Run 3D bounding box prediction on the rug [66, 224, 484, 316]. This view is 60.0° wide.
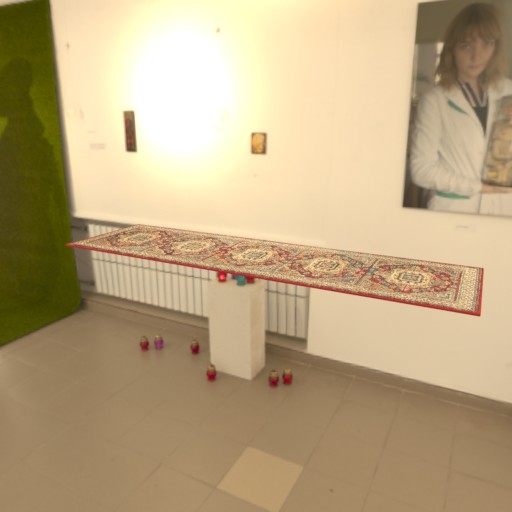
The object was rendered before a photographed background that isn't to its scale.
[{"bbox_3d":[0.000,0.000,2.497,2.292,0.015,0.659,8,18,26],"label":"rug"}]
